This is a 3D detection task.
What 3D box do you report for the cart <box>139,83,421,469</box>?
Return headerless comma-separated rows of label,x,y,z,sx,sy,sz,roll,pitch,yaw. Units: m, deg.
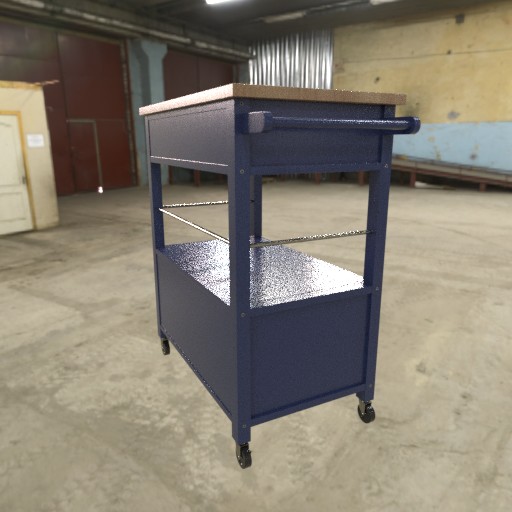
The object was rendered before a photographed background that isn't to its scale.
cart,0.000,0.000,1.363,0.459,0.901,0.840,-7,16,-27
